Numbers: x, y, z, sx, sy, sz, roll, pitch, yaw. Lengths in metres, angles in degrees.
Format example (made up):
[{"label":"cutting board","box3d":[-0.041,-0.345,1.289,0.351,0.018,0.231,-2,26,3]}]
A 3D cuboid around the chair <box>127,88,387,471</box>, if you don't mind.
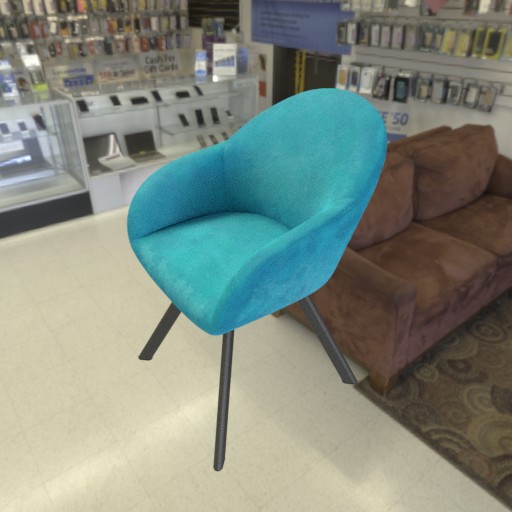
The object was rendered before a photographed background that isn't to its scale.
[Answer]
[{"label":"chair","box3d":[0.000,0.000,1.196,0.590,0.795,0.550,-21,37,-30]}]
